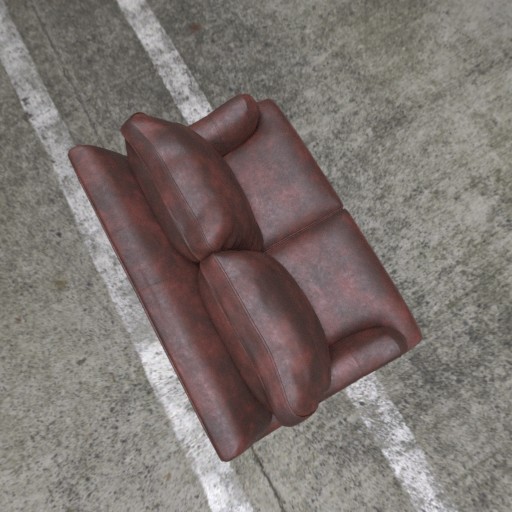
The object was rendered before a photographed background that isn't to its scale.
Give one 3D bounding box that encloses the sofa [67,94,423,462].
[{"bbox_3d":[0.000,0.000,2.348,1.148,1.070,1.628,-29,78,-7],"label":"sofa"}]
